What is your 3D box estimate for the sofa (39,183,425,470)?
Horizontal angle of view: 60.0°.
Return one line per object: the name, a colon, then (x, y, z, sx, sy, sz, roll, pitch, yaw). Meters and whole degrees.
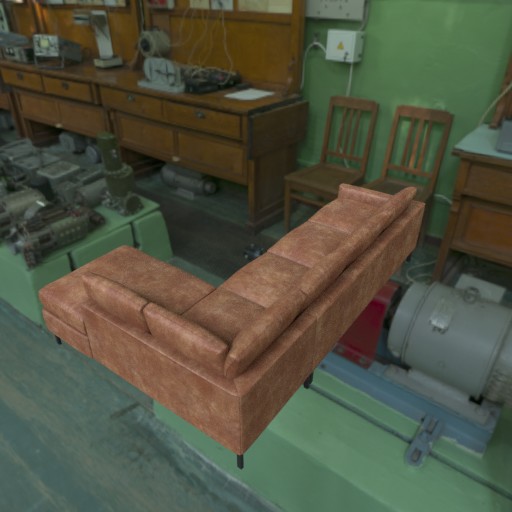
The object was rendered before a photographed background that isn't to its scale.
sofa: (0.000, 0.000, 3.895, 1.938, 0.877, 2.984, 21, 38, 30)
